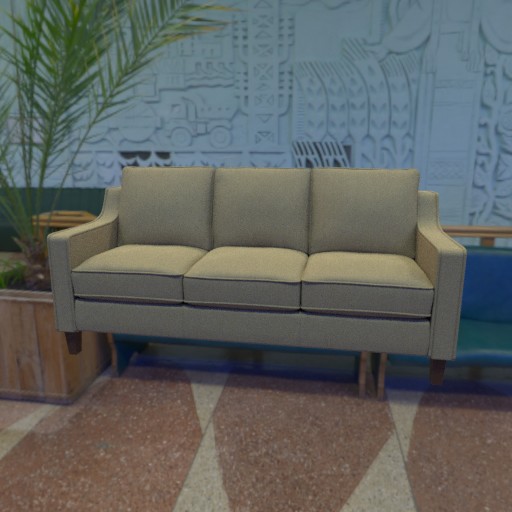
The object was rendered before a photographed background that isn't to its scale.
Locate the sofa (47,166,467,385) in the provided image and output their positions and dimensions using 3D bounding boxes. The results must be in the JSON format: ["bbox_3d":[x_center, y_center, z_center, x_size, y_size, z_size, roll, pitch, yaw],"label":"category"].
[{"bbox_3d":[0.000,0.000,2.505,1.986,0.974,0.911,2,14,9],"label":"sofa"}]
